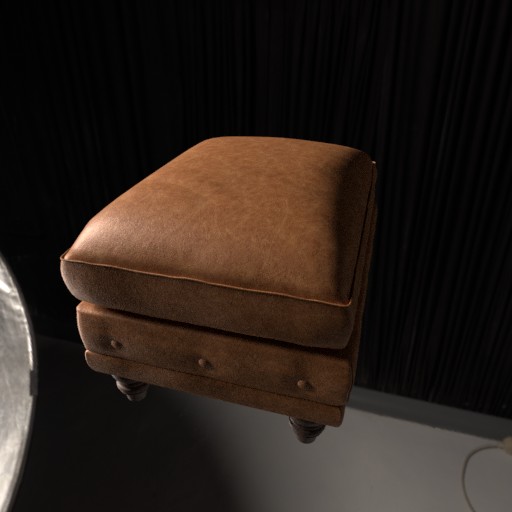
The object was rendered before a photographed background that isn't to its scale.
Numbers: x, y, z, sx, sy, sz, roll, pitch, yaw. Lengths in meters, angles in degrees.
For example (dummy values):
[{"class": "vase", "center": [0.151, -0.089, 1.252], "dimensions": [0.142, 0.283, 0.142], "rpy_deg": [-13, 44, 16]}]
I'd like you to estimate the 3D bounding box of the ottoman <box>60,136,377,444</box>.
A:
[{"class": "ottoman", "center": [0.000, 0.000, 1.067], "dimensions": [0.533, 0.480, 0.710], "rpy_deg": [8, 31, 14]}]
